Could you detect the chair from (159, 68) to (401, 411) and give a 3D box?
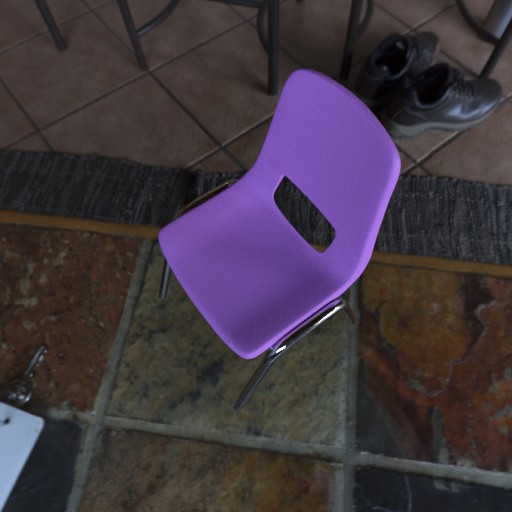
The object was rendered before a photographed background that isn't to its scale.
[{"bbox_3d":[0.000,0.000,0.700,0.301,0.493,0.291,-33,68,-15],"label":"chair"}]
